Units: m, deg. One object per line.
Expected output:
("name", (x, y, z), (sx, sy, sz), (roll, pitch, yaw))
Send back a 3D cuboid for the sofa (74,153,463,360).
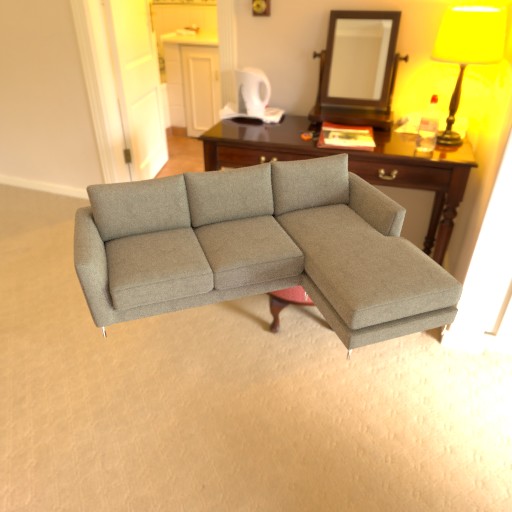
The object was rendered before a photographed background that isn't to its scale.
("sofa", (0.000, 0.000, 3.226), (2.438, 0.864, 1.626), (-10, 33, -16))
